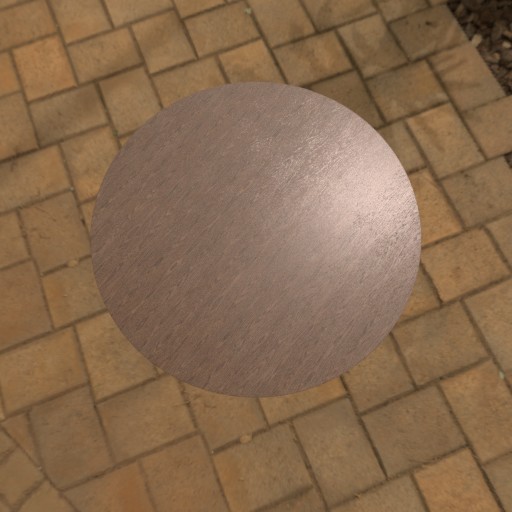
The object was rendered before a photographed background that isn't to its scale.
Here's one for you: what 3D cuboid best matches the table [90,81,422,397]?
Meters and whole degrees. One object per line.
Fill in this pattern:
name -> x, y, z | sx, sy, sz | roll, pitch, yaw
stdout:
table -> 0.000, 0.000, 1.794 | 1.053, 0.786, 1.053 | 0, 75, 0
